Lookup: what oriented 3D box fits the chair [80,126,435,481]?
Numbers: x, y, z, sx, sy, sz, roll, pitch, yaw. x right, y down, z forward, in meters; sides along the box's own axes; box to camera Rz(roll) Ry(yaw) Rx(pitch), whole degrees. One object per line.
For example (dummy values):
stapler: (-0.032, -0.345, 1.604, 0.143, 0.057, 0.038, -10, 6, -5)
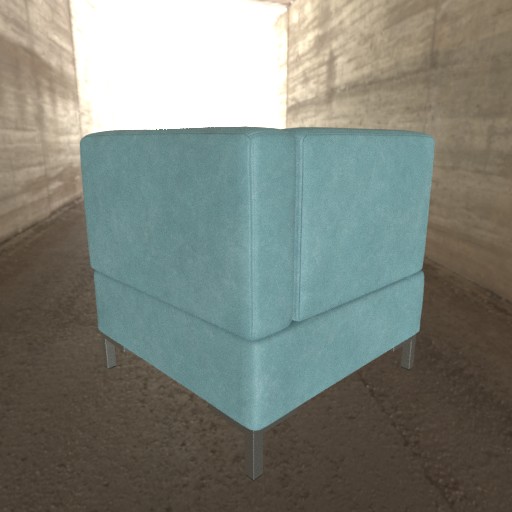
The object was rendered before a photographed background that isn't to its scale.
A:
chair: (0.000, 0.000, 1.207, 0.680, 0.660, 0.680, -14, 20, -42)
